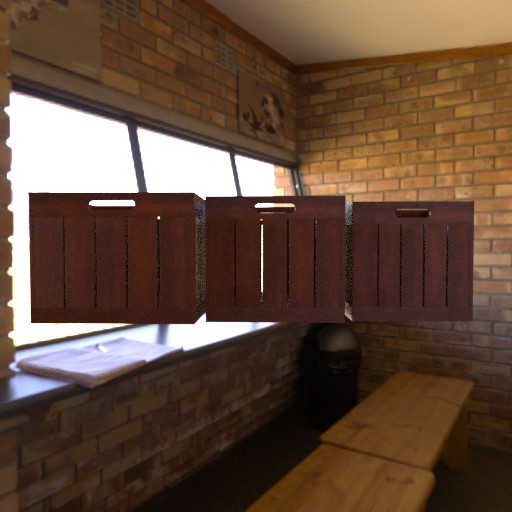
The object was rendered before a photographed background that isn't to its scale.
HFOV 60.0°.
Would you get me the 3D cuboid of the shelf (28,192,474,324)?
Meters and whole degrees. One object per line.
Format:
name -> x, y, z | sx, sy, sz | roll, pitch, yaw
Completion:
shelf -> 0.000, 0.000, 1.232 | 1.064, 0.311, 0.393 | 0, 2, 1
